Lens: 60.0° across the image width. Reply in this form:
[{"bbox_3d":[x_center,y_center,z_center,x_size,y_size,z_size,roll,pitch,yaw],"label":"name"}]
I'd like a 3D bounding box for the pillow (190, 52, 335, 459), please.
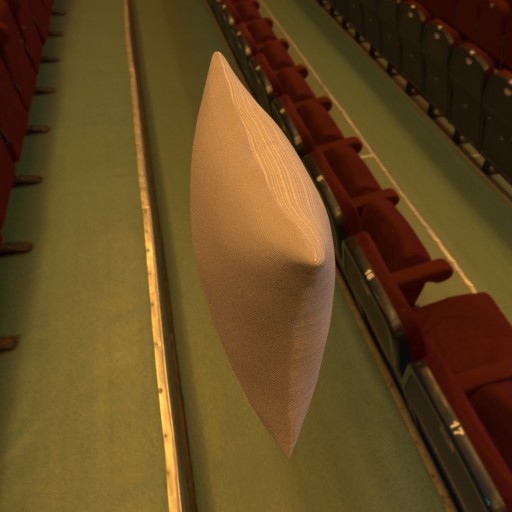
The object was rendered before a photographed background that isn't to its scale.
[{"bbox_3d":[0.000,0.000,0.757,0.204,0.497,0.512,-10,47,-9],"label":"pillow"}]
